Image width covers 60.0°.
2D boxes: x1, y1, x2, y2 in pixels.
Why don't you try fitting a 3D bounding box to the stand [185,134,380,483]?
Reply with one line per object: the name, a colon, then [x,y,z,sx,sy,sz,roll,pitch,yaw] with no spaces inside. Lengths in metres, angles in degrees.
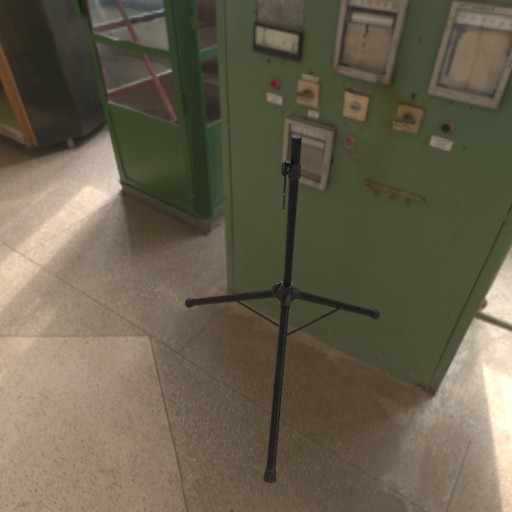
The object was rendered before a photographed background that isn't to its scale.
stand: [0.000,0.000,1.819,0.907,1.136,1.045,25,47,26]
